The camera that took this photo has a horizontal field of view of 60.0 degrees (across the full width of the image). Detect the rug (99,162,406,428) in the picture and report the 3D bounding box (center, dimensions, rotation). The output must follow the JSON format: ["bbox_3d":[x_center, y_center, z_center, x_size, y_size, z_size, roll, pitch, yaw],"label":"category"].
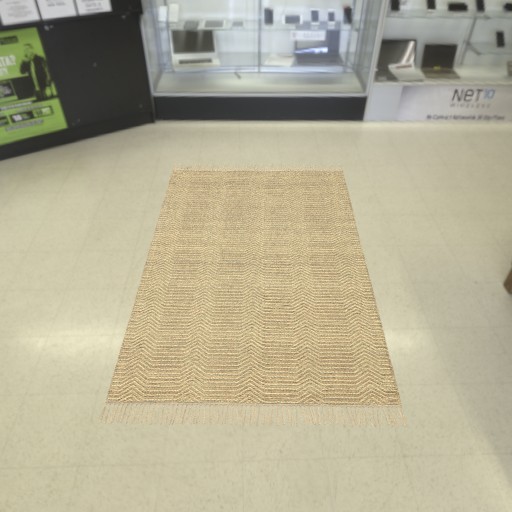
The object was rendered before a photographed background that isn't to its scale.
[{"bbox_3d":[0.000,0.000,3.119,1.528,0.034,2.523,1,42,1],"label":"rug"}]
